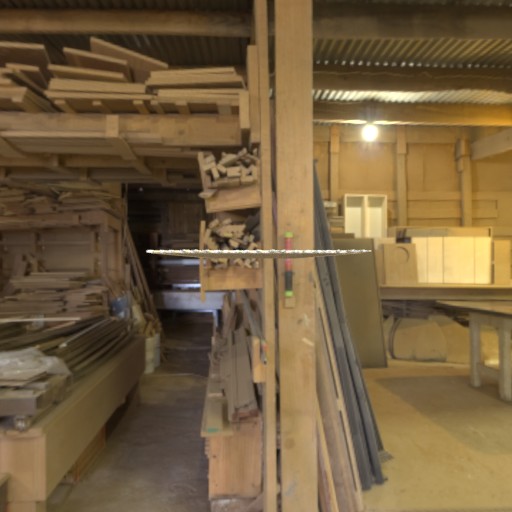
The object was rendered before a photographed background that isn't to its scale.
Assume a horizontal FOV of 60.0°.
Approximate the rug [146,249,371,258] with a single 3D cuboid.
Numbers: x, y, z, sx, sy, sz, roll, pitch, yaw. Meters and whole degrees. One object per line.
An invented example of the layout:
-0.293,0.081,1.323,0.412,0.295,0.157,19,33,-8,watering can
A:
0.000,0.000,2.720,0.774,0.011,2.449,0,-1,0,rug
